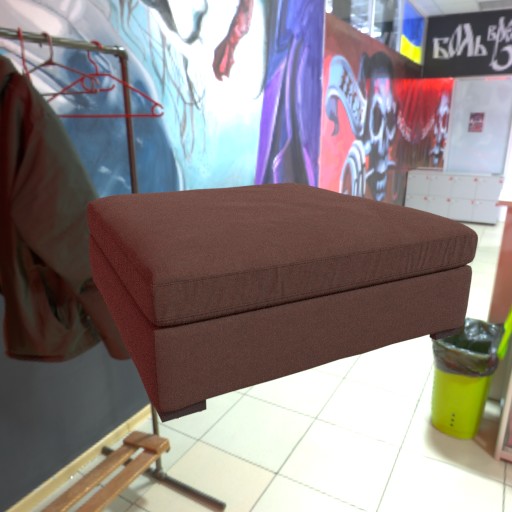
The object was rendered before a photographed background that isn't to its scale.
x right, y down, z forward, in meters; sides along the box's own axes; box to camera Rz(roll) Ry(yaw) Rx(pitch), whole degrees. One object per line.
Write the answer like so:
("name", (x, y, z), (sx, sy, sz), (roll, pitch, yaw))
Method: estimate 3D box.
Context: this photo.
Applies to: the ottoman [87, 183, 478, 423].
("ottoman", (0.000, 0.000, 1.819), (1.181, 0.470, 1.181), (-8, 19, -26))
